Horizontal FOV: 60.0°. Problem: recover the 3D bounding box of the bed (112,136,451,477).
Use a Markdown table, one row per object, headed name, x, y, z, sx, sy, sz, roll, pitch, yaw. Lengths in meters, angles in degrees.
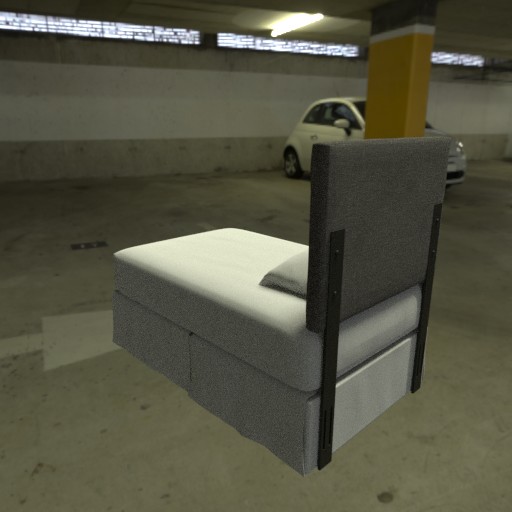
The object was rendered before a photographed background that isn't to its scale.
| name | x | y | z | sx | sy | sz | roll | pitch | yaw |
| --- | --- | --- | --- | --- | --- | --- | --- | --- | --- |
| bed | 0.000 | 0.000 | 2.980 | 1.261 | 1.571 | 1.997 | -15 | 22 | -41 |
